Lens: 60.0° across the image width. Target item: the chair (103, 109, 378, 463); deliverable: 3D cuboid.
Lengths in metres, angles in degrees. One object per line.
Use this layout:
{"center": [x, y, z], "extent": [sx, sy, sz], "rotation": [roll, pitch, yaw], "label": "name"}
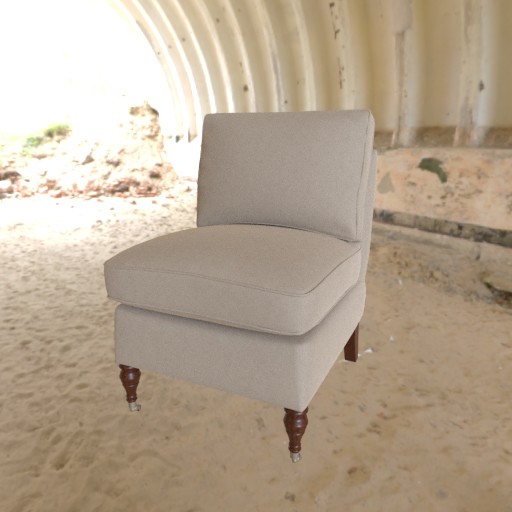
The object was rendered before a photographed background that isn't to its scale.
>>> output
{"center": [0.000, 0.000, 1.658], "extent": [0.724, 1.052, 0.912], "rotation": [7, 17, 24], "label": "chair"}
